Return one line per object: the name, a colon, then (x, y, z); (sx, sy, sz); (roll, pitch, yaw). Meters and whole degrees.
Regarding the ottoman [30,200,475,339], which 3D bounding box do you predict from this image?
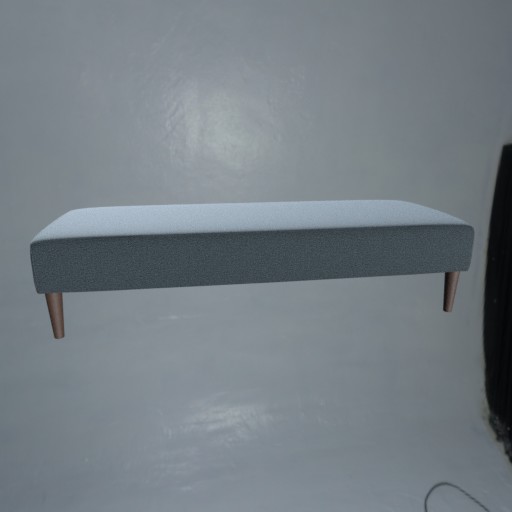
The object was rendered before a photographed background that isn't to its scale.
ottoman: (0.000, 0.000, 1.894); (1.609, 0.393, 0.646); (-3, 16, -9)
